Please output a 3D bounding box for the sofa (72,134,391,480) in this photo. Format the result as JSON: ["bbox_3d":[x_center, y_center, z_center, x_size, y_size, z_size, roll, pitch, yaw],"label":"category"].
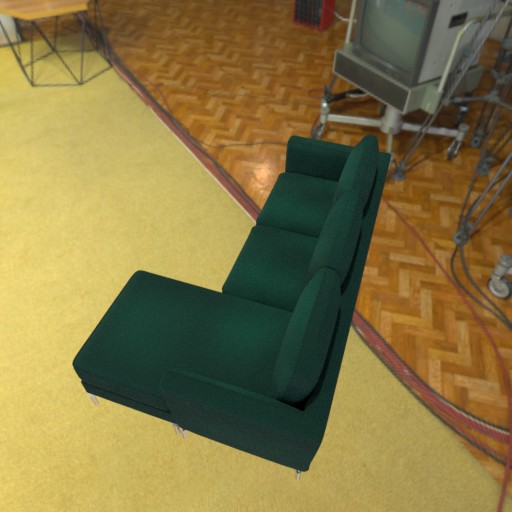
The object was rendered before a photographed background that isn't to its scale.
[{"bbox_3d":[0.000,0.000,3.156,1.489,1.007,2.441,14,49,13],"label":"sofa"}]
